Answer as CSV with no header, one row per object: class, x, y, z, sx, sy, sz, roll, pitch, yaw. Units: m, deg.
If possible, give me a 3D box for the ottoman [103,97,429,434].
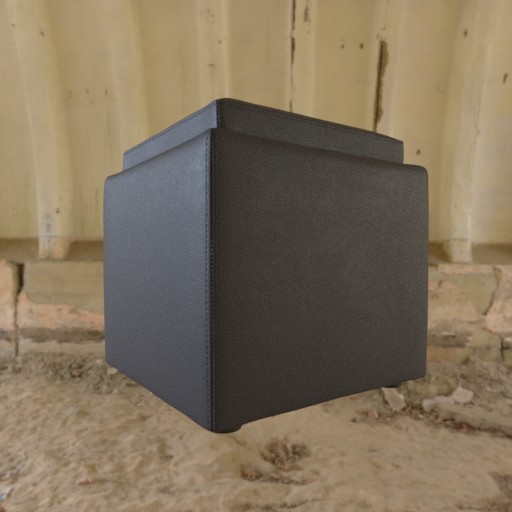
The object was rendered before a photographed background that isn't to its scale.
ottoman,0.000,0.000,0.830,0.451,0.460,0.450,0,0,-35
